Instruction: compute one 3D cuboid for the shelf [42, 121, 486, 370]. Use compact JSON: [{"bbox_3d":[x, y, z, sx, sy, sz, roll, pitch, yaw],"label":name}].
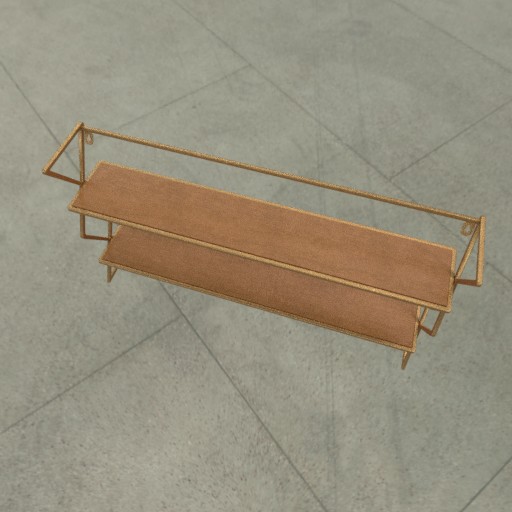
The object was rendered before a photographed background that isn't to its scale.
[{"bbox_3d":[0.000,0.000,1.016,0.822,0.450,0.150,15,59,9],"label":"shelf"}]
